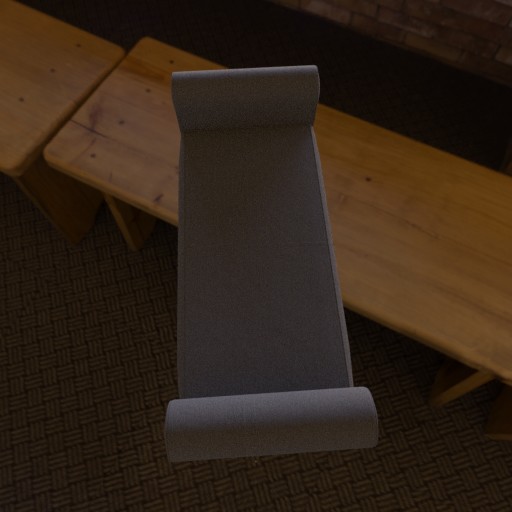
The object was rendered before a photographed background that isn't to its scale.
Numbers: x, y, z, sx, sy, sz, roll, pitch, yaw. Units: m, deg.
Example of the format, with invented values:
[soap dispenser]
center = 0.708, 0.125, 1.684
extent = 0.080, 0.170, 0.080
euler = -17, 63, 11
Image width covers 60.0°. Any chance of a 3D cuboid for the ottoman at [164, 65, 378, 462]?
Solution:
[ottoman]
center = 0.000, 0.000, 1.526
extent = 0.521, 0.547, 1.256
euler = -3, 65, -2
